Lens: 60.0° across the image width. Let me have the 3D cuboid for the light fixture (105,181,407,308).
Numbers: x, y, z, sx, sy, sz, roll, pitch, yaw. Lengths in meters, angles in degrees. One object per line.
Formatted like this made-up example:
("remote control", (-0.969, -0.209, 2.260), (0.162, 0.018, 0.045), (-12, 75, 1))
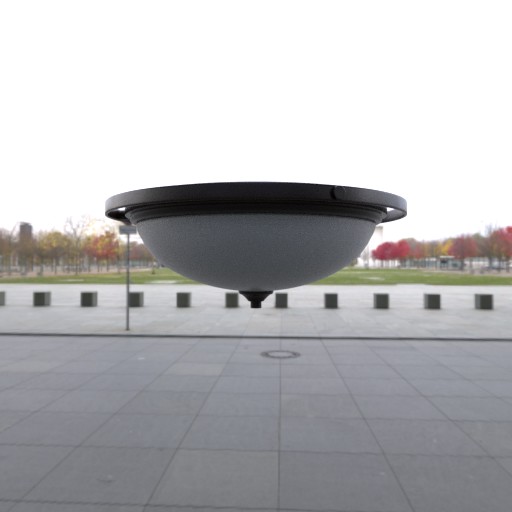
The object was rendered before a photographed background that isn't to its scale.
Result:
("light fixture", (0.000, 0.000, 0.558), (0.361, 0.130, 0.361), (0, -1, 0))
